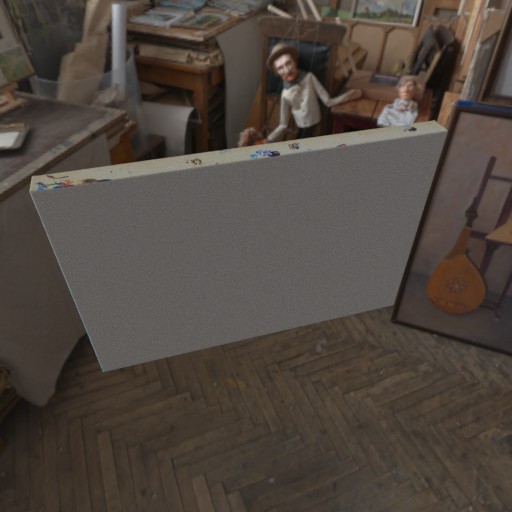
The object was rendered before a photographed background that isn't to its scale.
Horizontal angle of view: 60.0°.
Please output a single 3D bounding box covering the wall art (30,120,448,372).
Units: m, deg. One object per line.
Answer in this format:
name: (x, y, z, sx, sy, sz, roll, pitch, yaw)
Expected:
wall art: (0.000, 0.000, 0.774, 0.609, 0.406, 0.039, -11, 43, -12)
